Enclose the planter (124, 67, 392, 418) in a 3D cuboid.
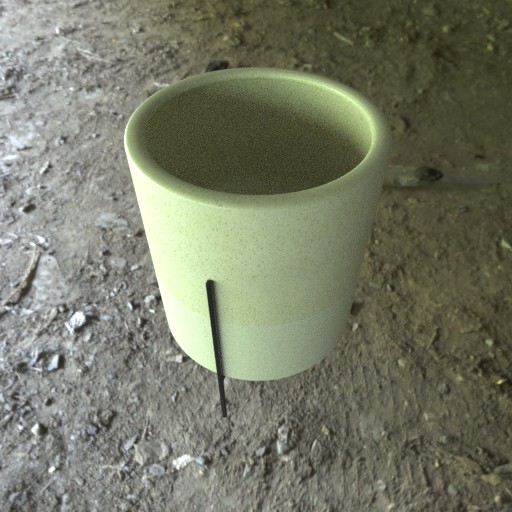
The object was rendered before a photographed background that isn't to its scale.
[{"bbox_3d":[0.000,0.000,0.719,0.324,0.483,0.333,-31,54,-26],"label":"planter"}]
